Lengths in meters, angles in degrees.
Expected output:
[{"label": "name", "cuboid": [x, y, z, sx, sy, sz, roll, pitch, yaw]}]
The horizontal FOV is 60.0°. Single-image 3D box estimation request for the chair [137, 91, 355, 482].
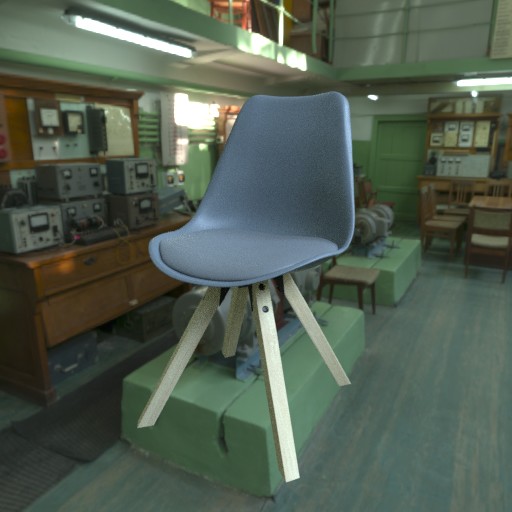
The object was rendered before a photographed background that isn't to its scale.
[{"label": "chair", "cuboid": [0.000, 0.000, 1.170, 0.485, 0.850, 0.550, 7, 17, 26]}]
